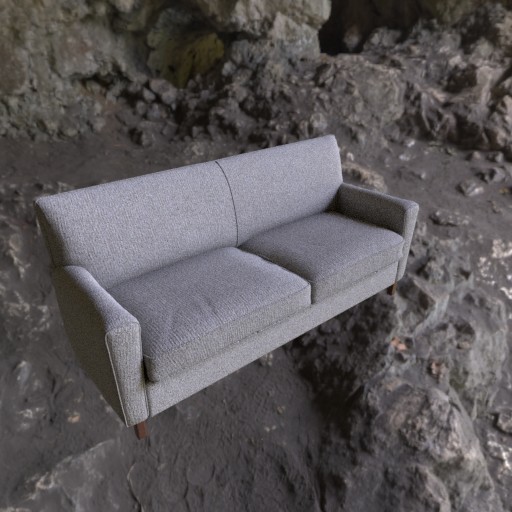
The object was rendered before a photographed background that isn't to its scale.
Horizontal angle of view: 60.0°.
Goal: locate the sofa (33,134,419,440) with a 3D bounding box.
[{"bbox_3d":[0.000,0.000,2.506,2.026,0.942,0.854,-21,35,-34],"label":"sofa"}]
